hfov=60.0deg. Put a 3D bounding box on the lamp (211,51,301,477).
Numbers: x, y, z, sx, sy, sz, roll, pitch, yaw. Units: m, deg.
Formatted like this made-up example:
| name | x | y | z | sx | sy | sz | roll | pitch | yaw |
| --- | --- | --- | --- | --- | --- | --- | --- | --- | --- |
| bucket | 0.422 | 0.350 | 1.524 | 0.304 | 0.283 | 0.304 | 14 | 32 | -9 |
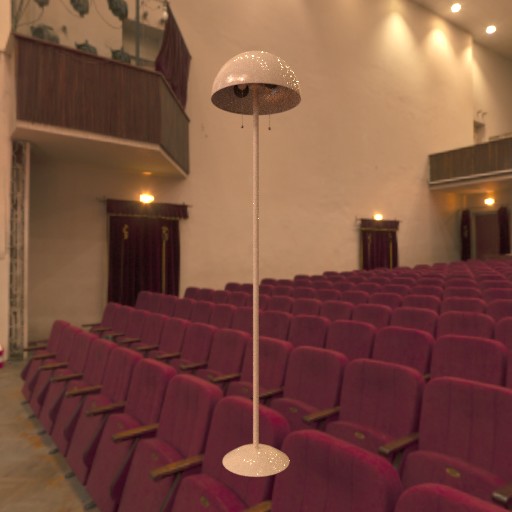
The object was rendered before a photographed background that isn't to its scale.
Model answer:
| name | x | y | z | sx | sy | sz | roll | pitch | yaw |
| --- | --- | --- | --- | --- | --- | --- | --- | --- | --- |
| lamp | 0.000 | 0.000 | 1.610 | 0.328 | 1.480 | 0.328 | 0 | -1 | -36 |
